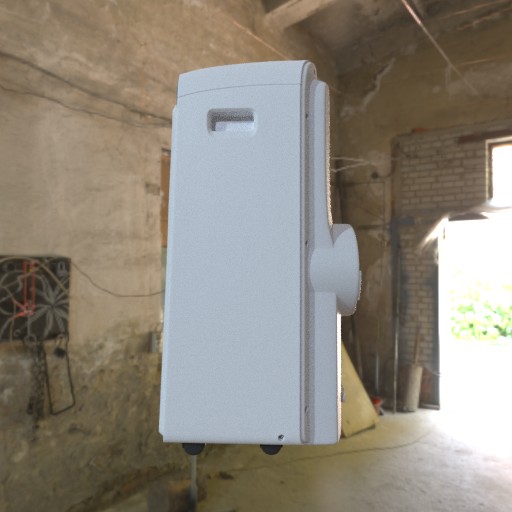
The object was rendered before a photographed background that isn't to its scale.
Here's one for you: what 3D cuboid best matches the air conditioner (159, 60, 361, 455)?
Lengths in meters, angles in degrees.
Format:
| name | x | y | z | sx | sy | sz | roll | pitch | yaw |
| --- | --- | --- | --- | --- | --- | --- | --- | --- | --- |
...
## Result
| name | x | y | z | sx | sy | sz | roll | pitch | yaw |
| --- | --- | --- | --- | --- | --- | --- | --- | --- | --- |
| air conditioner | 0.000 | 0.000 | 0.956 | 0.365 | 0.700 | 0.454 | 0 | -1 | 0 |
